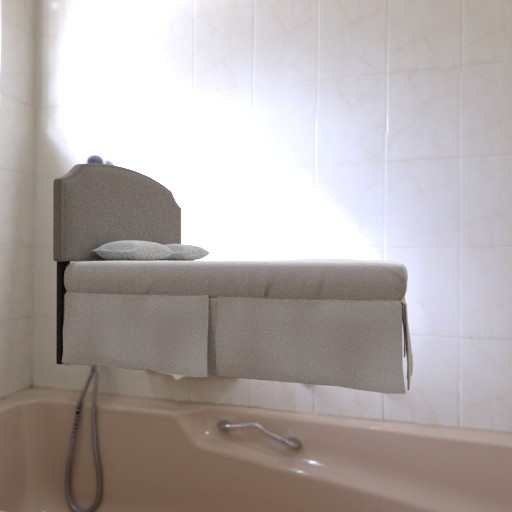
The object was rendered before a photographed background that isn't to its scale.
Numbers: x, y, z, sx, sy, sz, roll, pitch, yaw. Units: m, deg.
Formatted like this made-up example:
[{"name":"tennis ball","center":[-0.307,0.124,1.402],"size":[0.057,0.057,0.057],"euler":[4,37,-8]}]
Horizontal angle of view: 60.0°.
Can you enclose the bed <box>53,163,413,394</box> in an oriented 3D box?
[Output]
[{"name":"bed","center":[0.000,0.000,2.996],"size":[1.999,1.270,1.558],"euler":[0,0,17]}]
